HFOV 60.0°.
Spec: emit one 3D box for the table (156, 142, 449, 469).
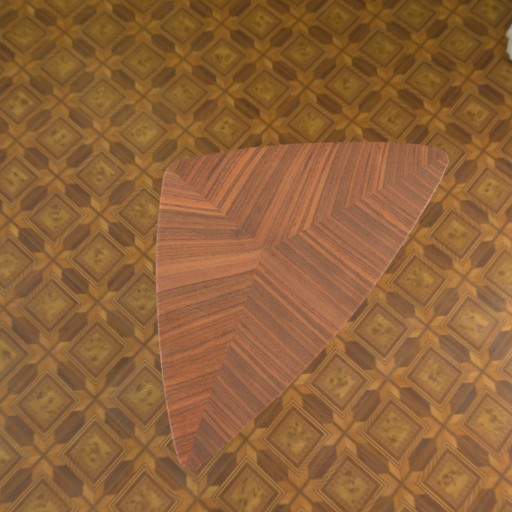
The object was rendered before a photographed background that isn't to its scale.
[{"bbox_3d":[0.000,0.000,1.284,0.601,0.365,1.008,40,79,9],"label":"table"}]
